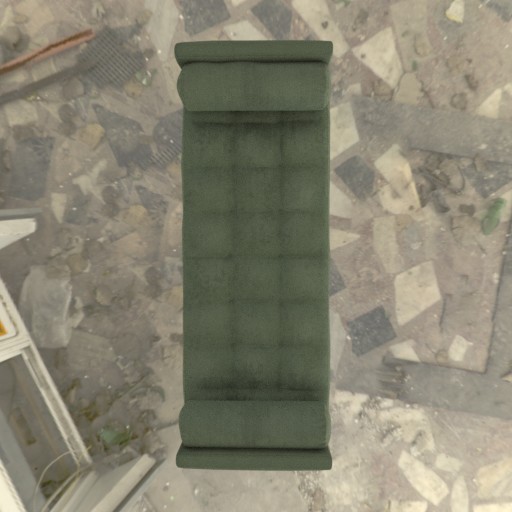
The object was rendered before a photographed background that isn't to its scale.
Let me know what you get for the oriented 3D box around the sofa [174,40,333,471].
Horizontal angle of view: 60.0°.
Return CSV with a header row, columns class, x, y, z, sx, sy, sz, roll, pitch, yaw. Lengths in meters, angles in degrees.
class,x,y,z,sx,sy,sz,roll,pitch,yaw
sofa,0.000,0.000,2.476,0.817,0.681,2.130,0,91,2
